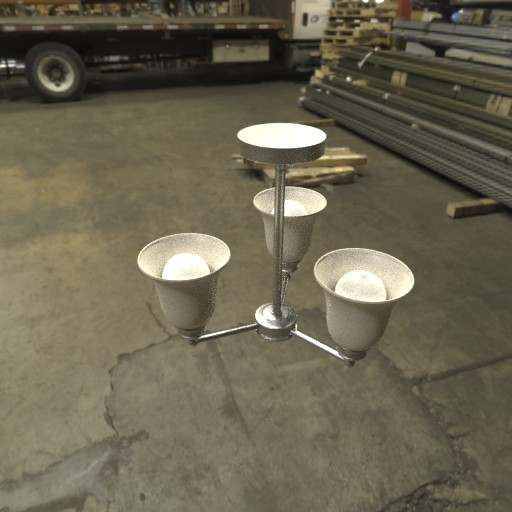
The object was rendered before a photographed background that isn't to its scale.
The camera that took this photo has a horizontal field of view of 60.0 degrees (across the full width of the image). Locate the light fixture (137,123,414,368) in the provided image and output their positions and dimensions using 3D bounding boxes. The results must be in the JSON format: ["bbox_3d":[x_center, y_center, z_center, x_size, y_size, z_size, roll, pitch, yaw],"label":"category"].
[{"bbox_3d":[0.000,0.000,0.687,0.354,0.370,0.388,-10,33,-16],"label":"light fixture"}]
